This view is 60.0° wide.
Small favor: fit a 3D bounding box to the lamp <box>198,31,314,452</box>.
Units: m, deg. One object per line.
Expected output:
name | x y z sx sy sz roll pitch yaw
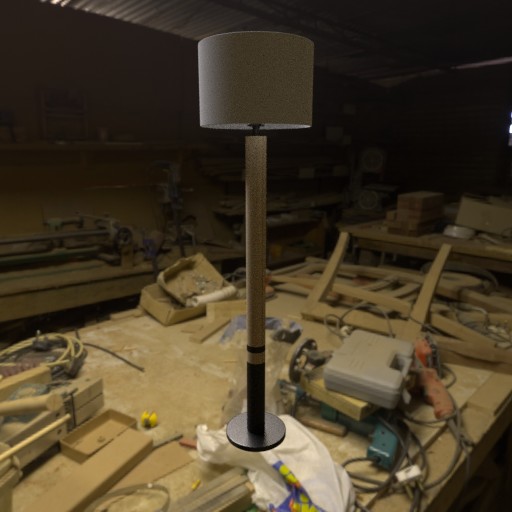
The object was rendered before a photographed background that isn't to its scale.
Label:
lamp | 0.000 0.000 1.635 0.381 1.478 0.381 -13 18 -43
